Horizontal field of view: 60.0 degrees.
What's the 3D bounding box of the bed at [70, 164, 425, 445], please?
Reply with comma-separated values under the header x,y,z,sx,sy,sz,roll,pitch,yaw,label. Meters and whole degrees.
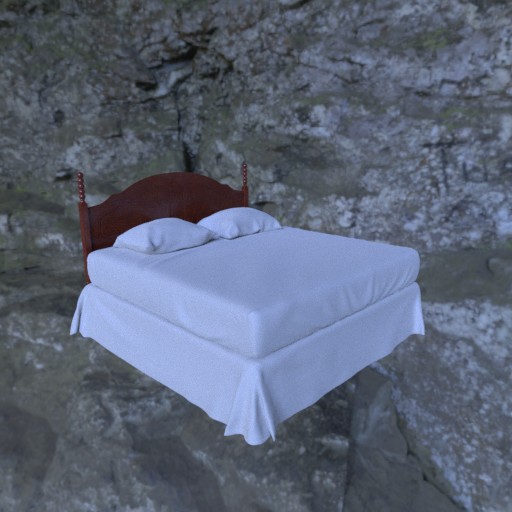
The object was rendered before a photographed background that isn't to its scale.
x,y,z,sx,sy,sz,roll,pitch,yaw,label
0.000,0.000,3.660,2.219,1.355,2.322,14,20,42,bed
